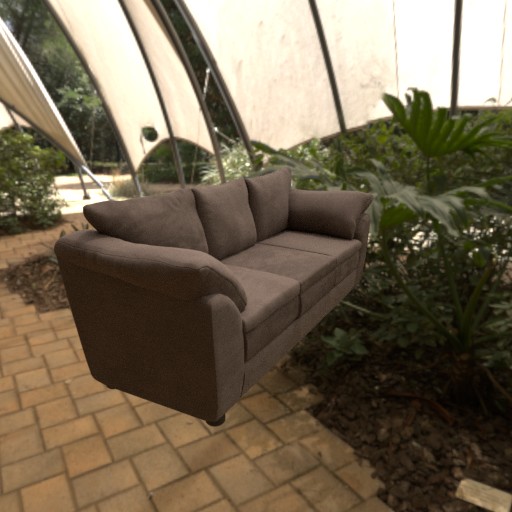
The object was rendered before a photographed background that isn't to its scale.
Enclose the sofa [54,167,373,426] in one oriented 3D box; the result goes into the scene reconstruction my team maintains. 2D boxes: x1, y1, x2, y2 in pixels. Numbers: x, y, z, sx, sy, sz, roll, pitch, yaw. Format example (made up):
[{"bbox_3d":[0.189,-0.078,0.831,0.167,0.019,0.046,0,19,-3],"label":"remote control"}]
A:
[{"bbox_3d":[0.000,0.000,2.821,0.893,0.981,2.377,8,17,28],"label":"sofa"}]
